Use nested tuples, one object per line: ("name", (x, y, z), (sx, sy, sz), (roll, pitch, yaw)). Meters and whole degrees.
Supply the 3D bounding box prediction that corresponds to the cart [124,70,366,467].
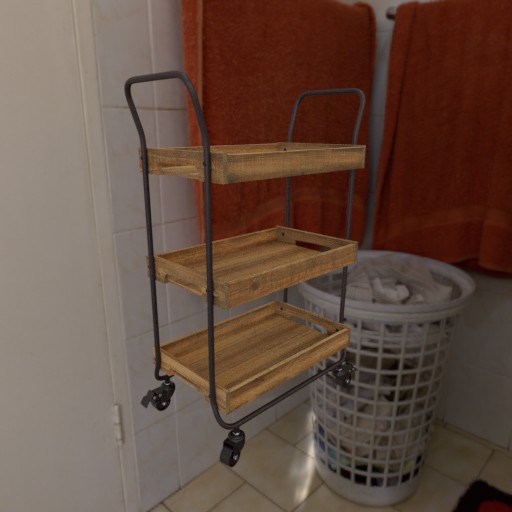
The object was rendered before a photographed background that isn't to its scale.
("cart", (0.000, 0.000, 1.177), (0.583, 0.857, 0.339), (-15, 22, -42))
